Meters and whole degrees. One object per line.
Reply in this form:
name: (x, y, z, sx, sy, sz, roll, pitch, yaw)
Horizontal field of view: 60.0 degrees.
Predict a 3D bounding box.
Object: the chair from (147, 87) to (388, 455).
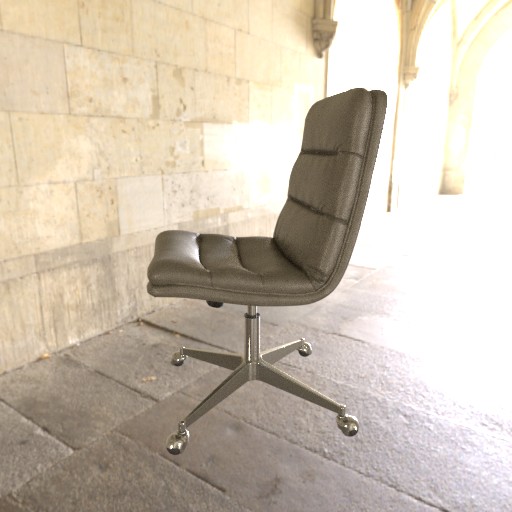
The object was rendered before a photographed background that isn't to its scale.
chair: (0.000, 0.000, 1.046, 0.485, 0.738, 0.422, -2, 15, -9)
